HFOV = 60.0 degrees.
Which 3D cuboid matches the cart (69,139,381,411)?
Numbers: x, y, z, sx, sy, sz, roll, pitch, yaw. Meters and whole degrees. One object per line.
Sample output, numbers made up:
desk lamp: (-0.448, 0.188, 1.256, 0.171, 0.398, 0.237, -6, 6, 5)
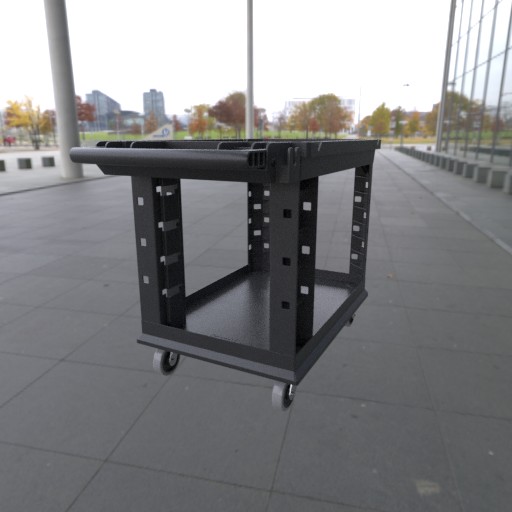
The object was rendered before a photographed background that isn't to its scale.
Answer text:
cart: (0.000, 0.000, 1.748, 0.674, 0.884, 1.239, 8, 17, 26)
